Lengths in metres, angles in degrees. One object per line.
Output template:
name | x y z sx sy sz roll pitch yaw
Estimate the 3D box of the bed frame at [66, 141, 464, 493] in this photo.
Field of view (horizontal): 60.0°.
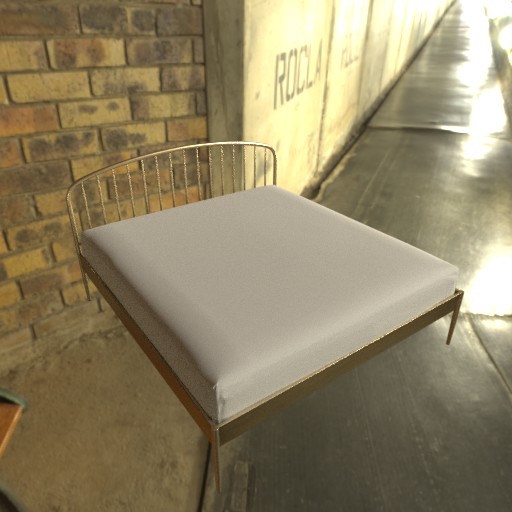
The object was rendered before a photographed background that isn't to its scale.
bed frame | 0.000 0.000 3.255 2.016 1.174 2.152 -19 34 -31
